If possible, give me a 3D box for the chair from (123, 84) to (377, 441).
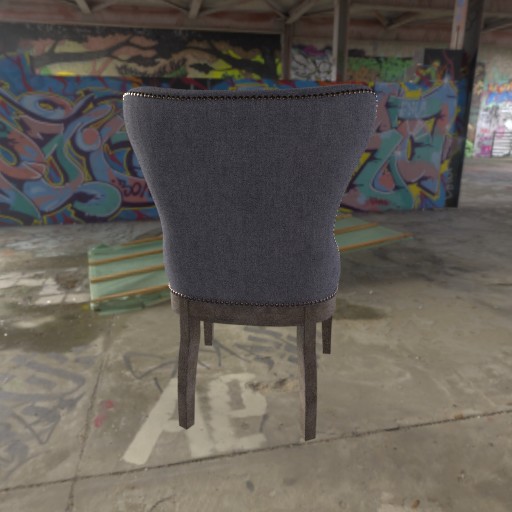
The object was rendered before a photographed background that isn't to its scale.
[{"bbox_3d":[0.000,0.000,1.435,0.654,1.002,0.681,2,17,8],"label":"chair"}]
